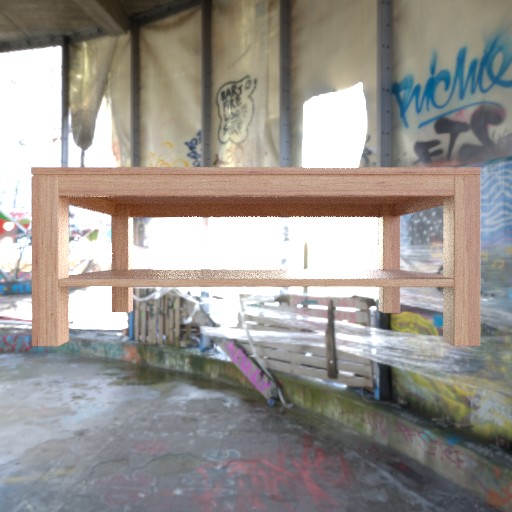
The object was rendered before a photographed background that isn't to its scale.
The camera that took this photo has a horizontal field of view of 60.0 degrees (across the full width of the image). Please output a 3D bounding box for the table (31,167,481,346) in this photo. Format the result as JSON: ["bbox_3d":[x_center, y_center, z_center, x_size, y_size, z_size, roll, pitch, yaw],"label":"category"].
[{"bbox_3d":[0.000,0.000,1.476,1.146,0.457,0.695,0,0,0],"label":"table"}]
